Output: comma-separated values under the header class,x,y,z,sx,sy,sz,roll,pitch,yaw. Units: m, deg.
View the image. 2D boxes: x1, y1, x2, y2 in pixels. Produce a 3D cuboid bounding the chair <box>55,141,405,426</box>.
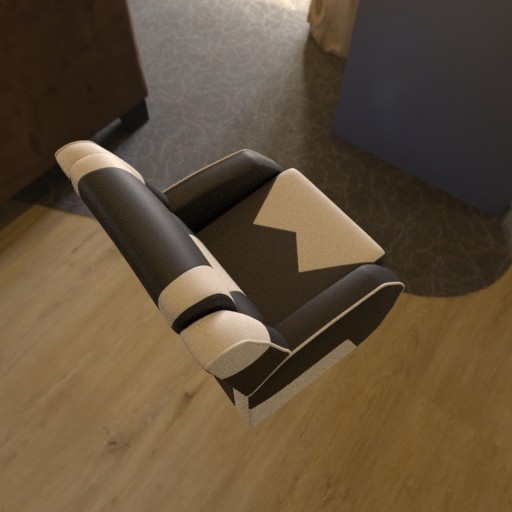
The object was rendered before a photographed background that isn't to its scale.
class,x,y,z,sx,sy,sz,roll,pitch,yaw
chair,0.000,0.000,1.254,0.672,0.805,0.620,-33,63,-19
